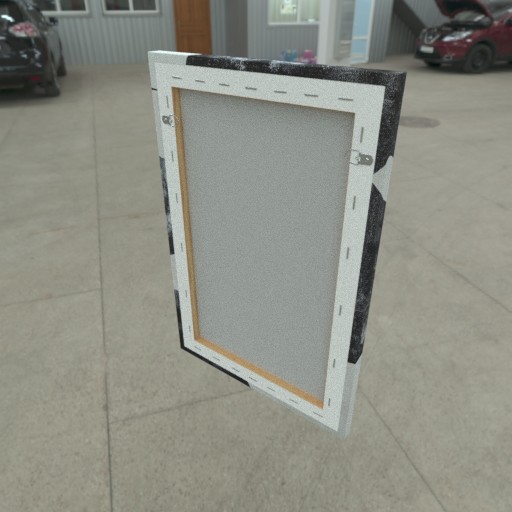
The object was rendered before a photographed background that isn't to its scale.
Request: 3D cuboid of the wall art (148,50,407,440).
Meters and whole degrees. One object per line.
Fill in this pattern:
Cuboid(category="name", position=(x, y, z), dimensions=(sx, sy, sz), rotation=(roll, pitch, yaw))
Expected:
Cuboid(category="wall art", position=(0.000, 0.000, 1.125), dimensions=(0.610, 0.915, 0.041), rotation=(20, 36, 31))
